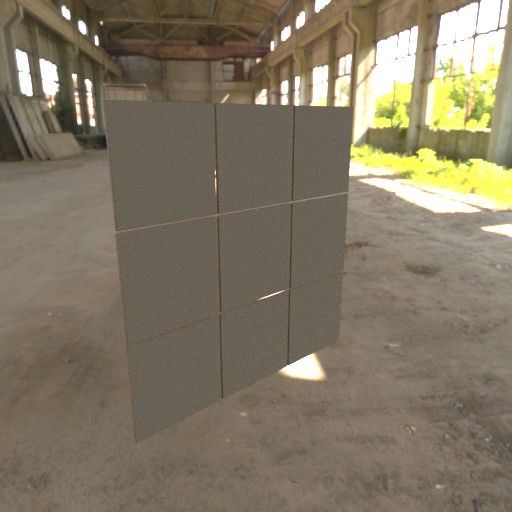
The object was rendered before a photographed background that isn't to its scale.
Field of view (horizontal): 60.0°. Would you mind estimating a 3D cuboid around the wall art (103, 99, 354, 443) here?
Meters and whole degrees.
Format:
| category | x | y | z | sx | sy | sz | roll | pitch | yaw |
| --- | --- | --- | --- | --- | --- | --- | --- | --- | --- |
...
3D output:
| category | x | y | z | sx | sy | sz | roll | pitch | yaw |
| --- | --- | --- | --- | --- | --- | --- | --- | --- | --- |
| wall art | 0.000 | 0.000 | 1.414 | 0.919 | 0.917 | 0.010 | -15 | 23 | -40 |
